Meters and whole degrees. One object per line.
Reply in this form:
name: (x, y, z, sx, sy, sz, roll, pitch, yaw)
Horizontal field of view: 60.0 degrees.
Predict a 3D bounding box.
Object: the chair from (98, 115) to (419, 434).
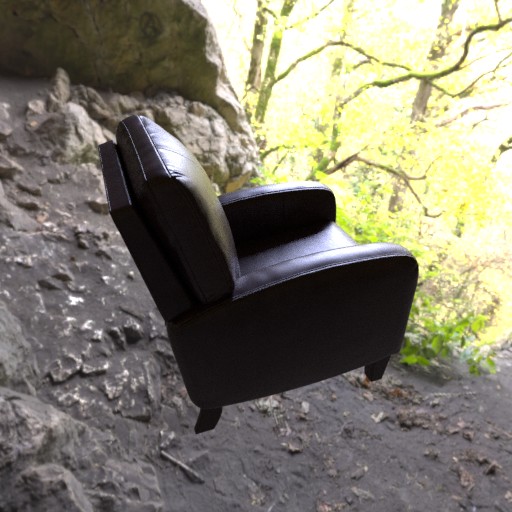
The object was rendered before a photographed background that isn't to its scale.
chair: (0.000, 0.000, 1.697, 0.990, 0.990, 0.762, -11, 33, -17)
